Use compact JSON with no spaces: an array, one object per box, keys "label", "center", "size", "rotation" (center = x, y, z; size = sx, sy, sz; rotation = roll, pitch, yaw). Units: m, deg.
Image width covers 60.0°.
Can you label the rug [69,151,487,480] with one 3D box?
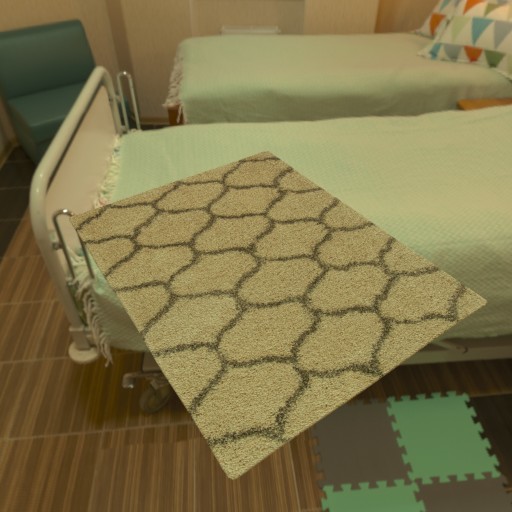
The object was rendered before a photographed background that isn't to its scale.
[{"label":"rug","center":[0.000,0.000,3.911],"size":[2.399,0.026,3.000],"rotation":[-24,47,-25]}]
